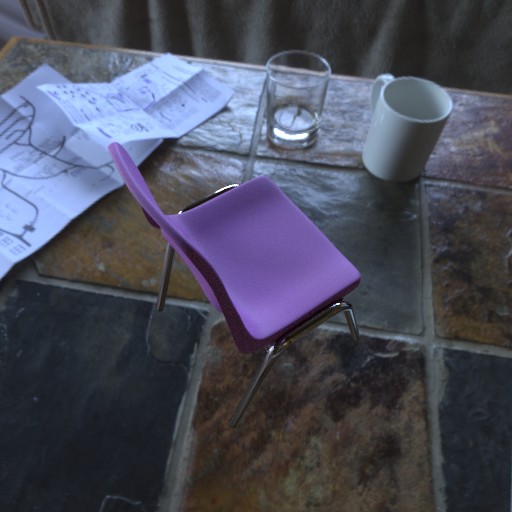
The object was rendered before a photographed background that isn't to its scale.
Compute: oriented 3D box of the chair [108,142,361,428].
[{"bbox_3d":[0.000,0.000,0.681,0.301,0.493,0.291,-30,62,-18],"label":"chair"}]
